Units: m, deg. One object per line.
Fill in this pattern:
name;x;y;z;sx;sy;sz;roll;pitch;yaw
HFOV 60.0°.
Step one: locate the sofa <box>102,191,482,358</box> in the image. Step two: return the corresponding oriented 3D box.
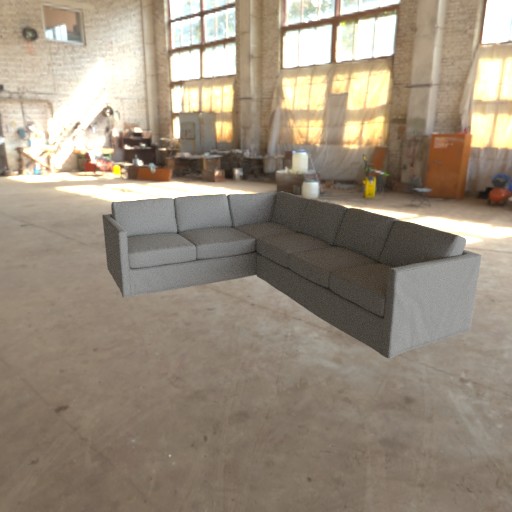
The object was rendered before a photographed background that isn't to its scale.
sofa;0.000;0.000;4.409;2.432;0.871;3.182;-8;18;-26
